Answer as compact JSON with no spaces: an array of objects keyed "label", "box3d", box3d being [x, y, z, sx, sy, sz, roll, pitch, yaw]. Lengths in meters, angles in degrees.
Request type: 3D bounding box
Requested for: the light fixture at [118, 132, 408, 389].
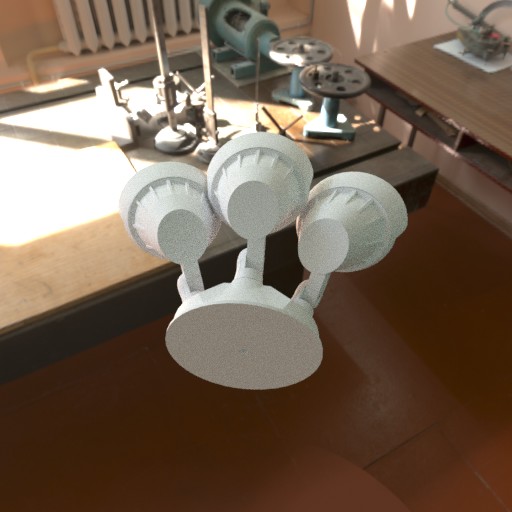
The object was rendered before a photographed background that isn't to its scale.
[{"label":"light fixture","box3d":[0.000,0.000,0.550,0.369,0.237,0.278,4,46,4]}]
